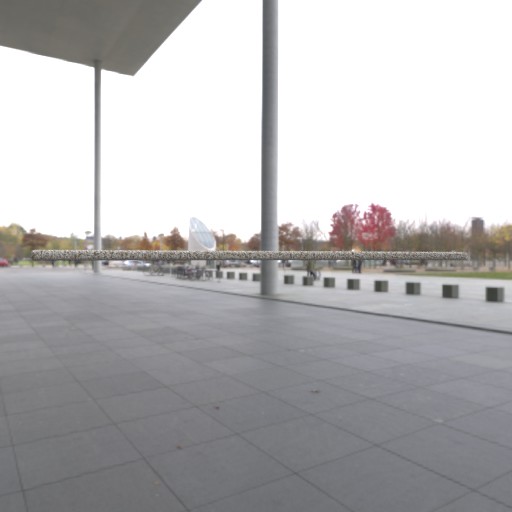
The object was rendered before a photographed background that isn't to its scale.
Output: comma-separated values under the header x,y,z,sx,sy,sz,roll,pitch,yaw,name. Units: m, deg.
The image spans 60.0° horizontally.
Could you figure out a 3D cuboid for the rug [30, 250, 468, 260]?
x,y,z,sx,sy,sz,roll,pitch,yaw,name
0.000,0.000,1.759,1.524,0.030,0.609,0,0,-18,rug
